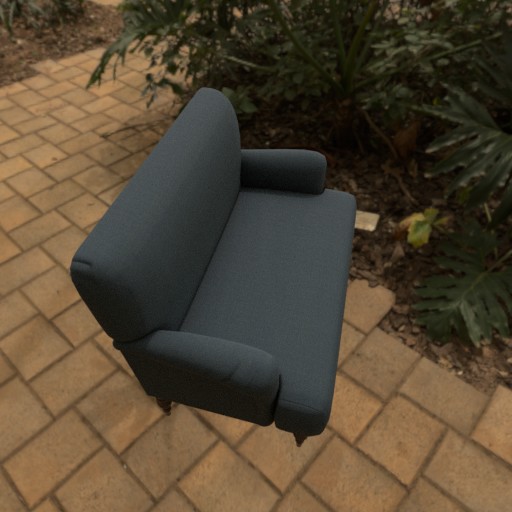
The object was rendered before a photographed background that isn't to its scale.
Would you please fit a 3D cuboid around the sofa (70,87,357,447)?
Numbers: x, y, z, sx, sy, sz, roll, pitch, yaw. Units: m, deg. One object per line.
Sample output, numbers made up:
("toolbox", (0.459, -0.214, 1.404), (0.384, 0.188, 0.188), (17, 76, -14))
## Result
("sofa", (0.000, 0.000, 1.832), (0.779, 0.889, 1.297), (10, 46, 10))
